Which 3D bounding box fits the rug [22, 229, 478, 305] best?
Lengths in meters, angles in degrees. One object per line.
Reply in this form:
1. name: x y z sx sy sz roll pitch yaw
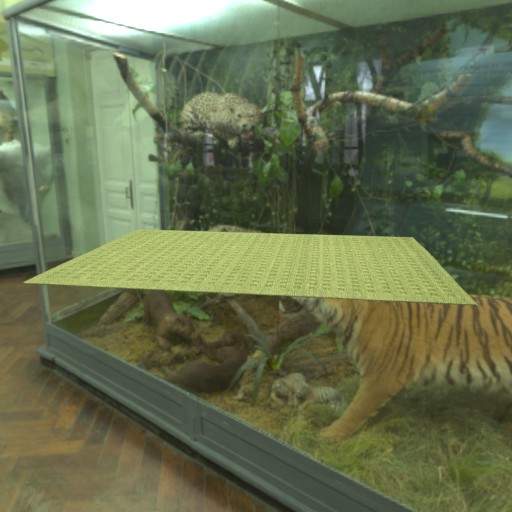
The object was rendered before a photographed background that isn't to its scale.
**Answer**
1. rug: 0.000 0.000 2.929 2.297 0.007 1.529 2 14 8
